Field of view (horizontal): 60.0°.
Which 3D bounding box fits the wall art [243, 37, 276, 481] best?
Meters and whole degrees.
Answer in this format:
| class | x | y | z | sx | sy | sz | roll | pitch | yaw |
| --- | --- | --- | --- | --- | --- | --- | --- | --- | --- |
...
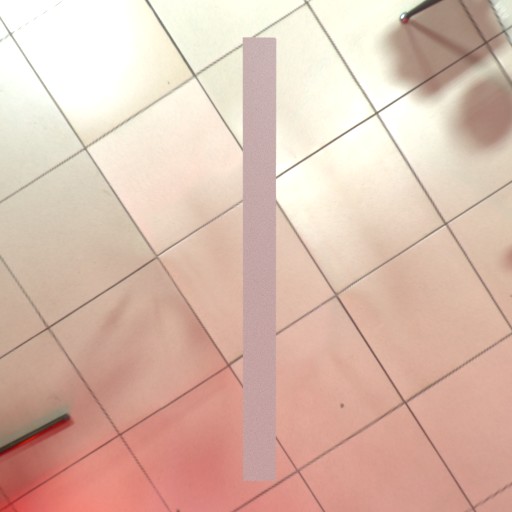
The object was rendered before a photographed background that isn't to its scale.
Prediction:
| class | x | y | z | sx | sy | sz | roll | pitch | yaw |
| --- | --- | --- | --- | --- | --- | --- | --- | --- | --- |
| wall art | 0.000 | 0.000 | 0.758 | 0.038 | 0.506 | 0.506 | 0 | 92 | -1 |
